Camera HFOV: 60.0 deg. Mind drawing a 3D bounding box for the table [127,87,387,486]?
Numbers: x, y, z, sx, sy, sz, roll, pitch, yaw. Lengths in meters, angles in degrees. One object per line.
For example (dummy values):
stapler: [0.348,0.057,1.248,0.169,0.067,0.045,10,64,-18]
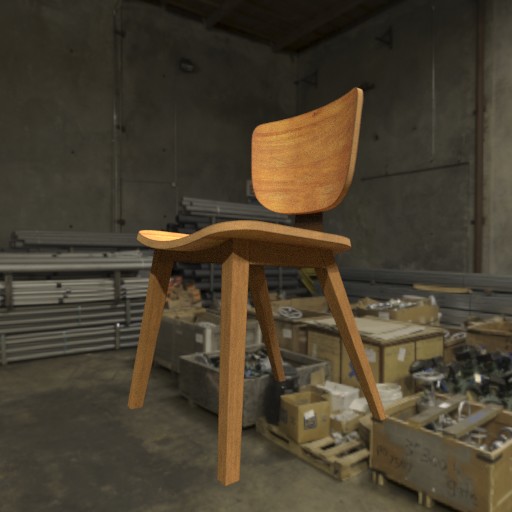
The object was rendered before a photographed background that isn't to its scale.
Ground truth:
table: [0.000,0.000,1.123,0.500,0.805,0.499,0,1,-36]
